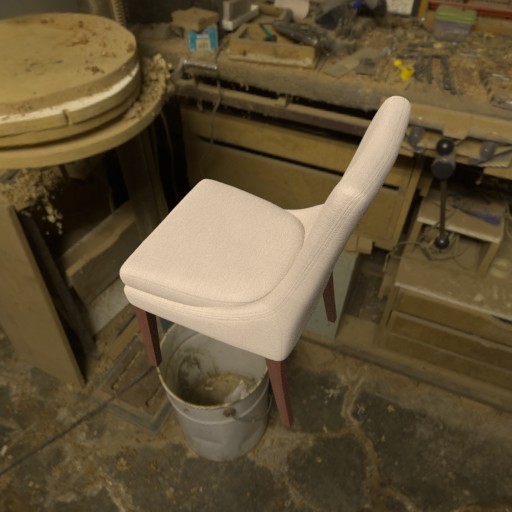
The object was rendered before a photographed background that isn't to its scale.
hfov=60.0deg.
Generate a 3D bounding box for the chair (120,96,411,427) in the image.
[{"bbox_3d":[0.000,0.000,1.312,0.638,0.940,0.515,19,49,17],"label":"chair"}]
